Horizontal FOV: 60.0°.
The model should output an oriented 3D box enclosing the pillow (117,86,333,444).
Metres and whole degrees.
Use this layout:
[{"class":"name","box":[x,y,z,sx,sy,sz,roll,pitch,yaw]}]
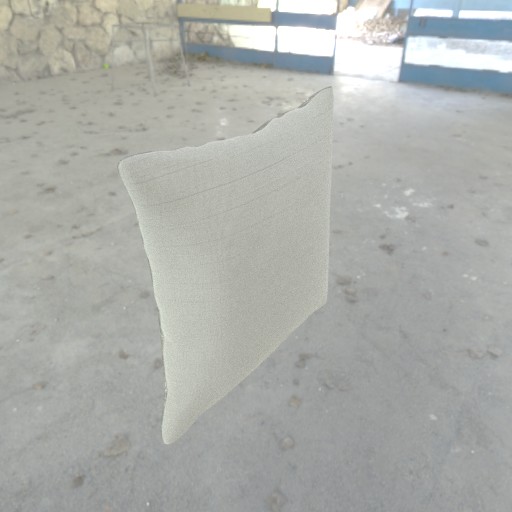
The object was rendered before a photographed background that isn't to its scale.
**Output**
[{"class":"pillow","box":[0.000,0.000,0.732,0.175,0.464,0.470,21,37,31]}]
